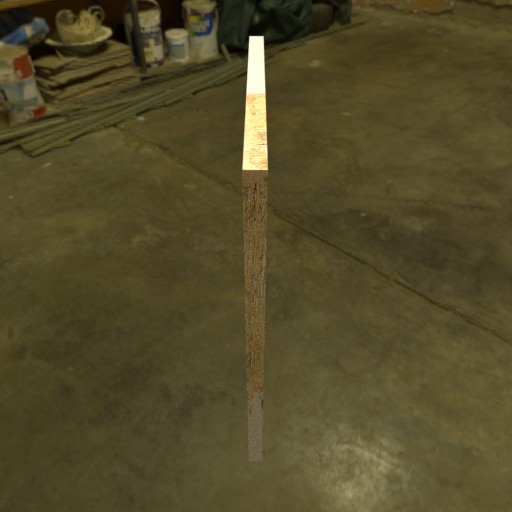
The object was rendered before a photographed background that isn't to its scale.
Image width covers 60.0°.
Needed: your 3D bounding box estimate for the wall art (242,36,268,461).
[{"bbox_3d":[0.000,0.000,0.798,0.026,0.613,0.458,0,41,0],"label":"wall art"}]
